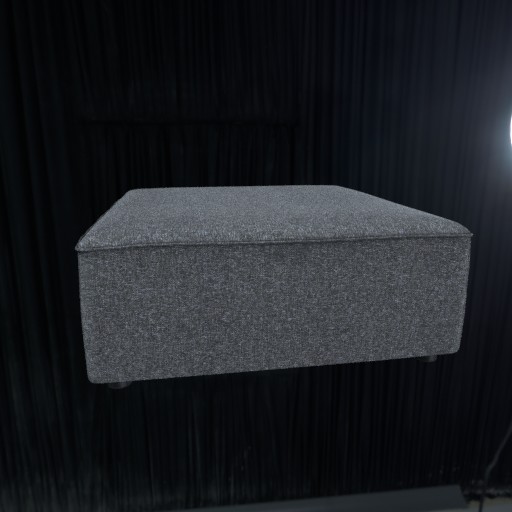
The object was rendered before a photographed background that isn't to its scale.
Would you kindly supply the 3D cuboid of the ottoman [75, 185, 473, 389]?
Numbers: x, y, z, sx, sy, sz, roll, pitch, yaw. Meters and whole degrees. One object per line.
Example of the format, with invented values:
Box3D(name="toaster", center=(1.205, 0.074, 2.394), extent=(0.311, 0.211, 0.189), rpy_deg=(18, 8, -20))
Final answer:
Box3D(name="ottoman", center=(0.000, 0.000, 1.589), extent=(1.021, 0.423, 1.017), rpy_deg=(-2, 15, -8))
